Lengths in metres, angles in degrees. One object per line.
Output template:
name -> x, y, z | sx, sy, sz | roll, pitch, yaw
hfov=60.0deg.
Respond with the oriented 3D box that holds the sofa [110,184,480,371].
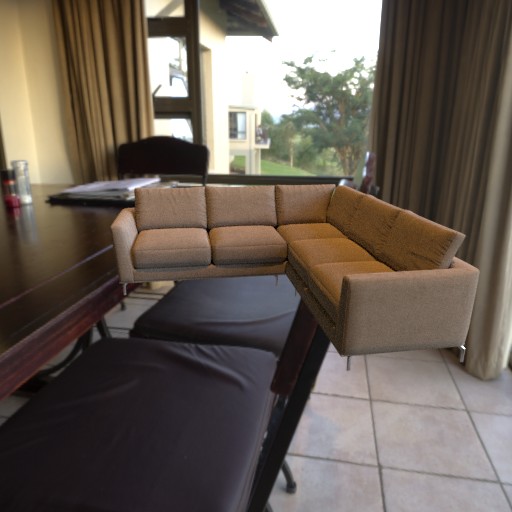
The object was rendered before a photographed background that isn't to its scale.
sofa -> 0.000, 0.000, 3.693 | 2.438, 0.864, 2.438 | -3, 17, -9
